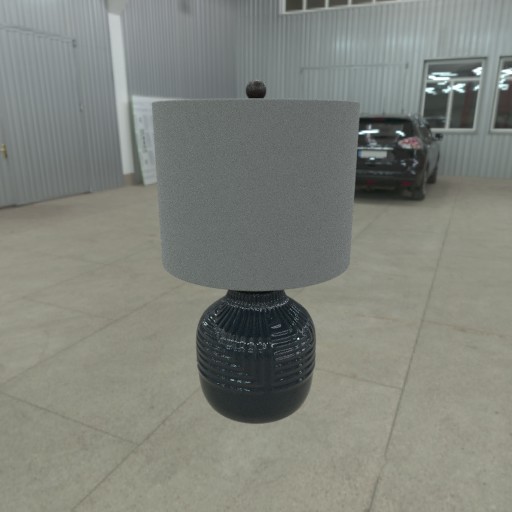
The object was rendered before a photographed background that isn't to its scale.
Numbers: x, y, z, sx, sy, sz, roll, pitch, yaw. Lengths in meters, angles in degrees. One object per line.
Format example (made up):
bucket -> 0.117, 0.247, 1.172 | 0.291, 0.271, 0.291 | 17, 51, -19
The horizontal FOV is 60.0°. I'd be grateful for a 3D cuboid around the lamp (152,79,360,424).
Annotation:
lamp -> 0.000, 0.000, 0.765 | 0.318, 0.567, 0.318 | 0, 17, 0
